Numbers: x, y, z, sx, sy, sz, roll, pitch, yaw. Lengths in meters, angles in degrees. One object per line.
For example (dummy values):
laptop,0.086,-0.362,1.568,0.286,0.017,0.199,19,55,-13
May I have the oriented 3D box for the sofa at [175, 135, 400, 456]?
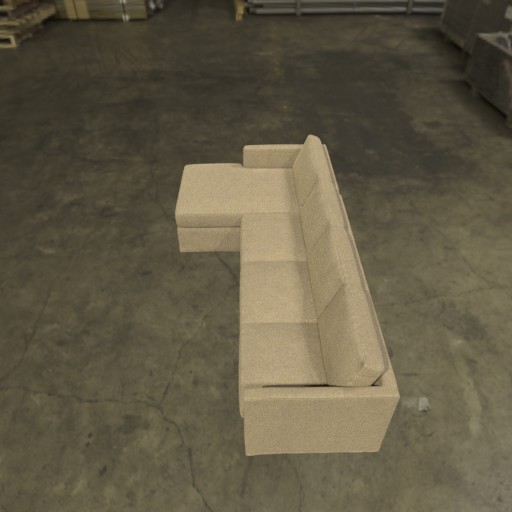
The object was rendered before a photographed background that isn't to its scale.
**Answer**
sofa,0.000,0.000,3.950,1.638,0.920,3.198,-1,41,-1
